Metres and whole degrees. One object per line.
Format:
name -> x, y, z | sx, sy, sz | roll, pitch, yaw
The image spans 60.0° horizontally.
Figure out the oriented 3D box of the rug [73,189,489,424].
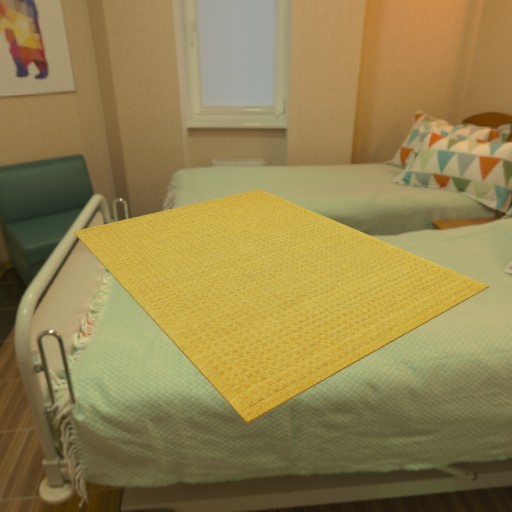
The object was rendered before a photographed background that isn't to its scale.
rug -> 0.000, 0.000, 4.240 | 2.486, 0.015, 3.242 | -18, 32, -32
